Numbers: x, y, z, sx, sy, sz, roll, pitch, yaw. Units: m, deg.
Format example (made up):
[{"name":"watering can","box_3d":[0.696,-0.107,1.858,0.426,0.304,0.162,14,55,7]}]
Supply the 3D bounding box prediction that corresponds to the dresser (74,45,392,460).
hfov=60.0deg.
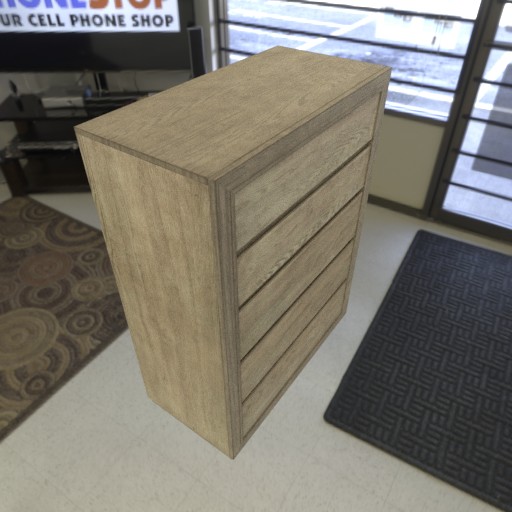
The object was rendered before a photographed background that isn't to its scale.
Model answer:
[{"name":"dresser","box_3d":[0.000,0.000,1.767,0.483,1.295,0.967,25,46,27]}]
